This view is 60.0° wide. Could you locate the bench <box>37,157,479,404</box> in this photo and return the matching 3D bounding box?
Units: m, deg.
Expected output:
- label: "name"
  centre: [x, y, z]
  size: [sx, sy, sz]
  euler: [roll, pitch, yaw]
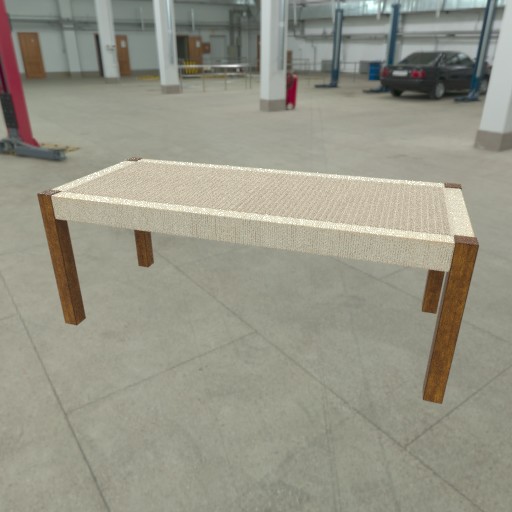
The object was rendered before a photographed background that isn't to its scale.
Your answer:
- label: "bench"
  centre: [0.000, 0.000, 1.455]
  size: [1.198, 0.457, 0.507]
  euler: [8, 26, 17]
